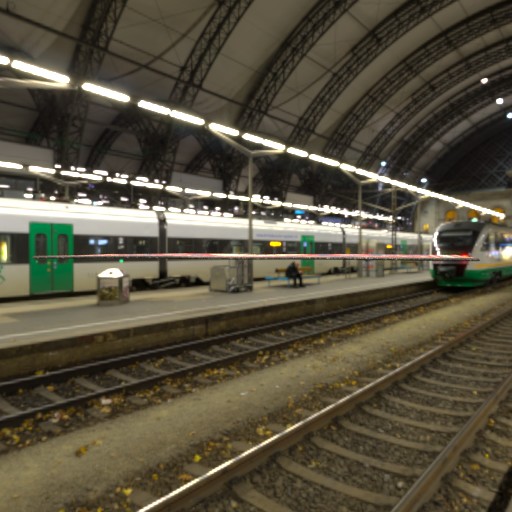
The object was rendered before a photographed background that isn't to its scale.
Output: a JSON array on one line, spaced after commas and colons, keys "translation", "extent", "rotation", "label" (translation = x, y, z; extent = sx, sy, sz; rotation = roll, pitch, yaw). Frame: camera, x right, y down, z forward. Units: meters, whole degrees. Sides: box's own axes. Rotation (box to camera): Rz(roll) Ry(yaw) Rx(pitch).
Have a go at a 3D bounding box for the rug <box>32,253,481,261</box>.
[{"translation": [0.000, 0.000, 3.578], "extent": [3.032, 0.034, 1.522], "rotation": [0, 1, 18], "label": "rug"}]
